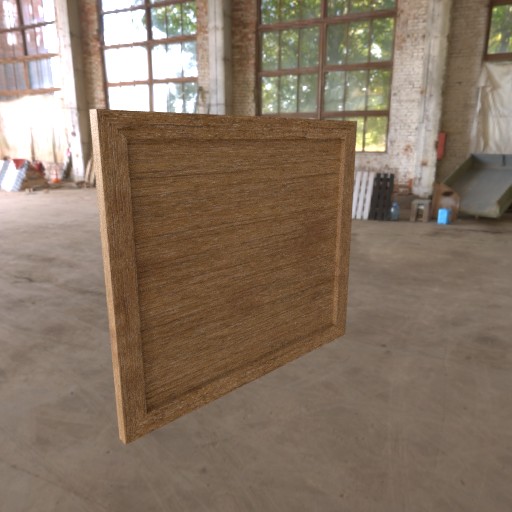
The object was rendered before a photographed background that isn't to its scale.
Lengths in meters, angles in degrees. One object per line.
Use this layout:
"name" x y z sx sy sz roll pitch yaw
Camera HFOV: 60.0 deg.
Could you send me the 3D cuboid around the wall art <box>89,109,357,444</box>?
"wall art" 0.000 0.000 0.980 0.690 0.588 0.026 -14 20 -42
